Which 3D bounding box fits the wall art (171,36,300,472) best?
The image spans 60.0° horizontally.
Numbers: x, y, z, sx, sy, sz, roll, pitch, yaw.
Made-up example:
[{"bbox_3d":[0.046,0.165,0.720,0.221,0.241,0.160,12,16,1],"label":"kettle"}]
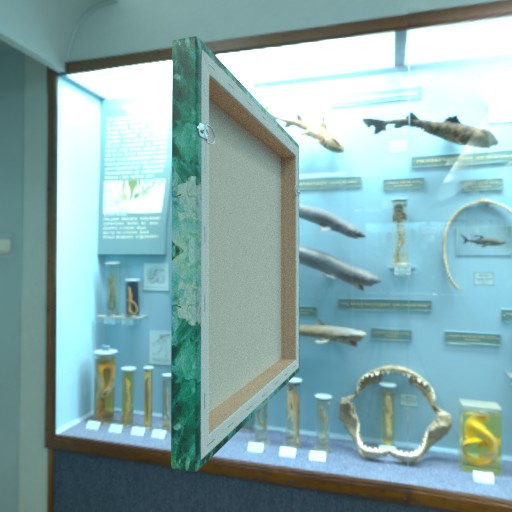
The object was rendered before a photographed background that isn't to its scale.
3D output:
[{"bbox_3d":[0.000,0.000,0.755,0.038,0.508,0.507,0,-1,19],"label":"wall art"}]
